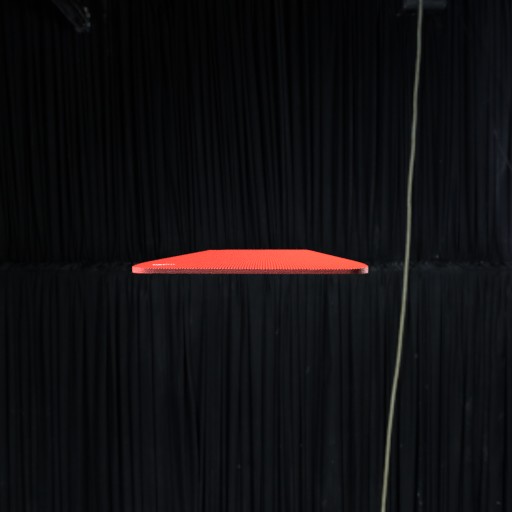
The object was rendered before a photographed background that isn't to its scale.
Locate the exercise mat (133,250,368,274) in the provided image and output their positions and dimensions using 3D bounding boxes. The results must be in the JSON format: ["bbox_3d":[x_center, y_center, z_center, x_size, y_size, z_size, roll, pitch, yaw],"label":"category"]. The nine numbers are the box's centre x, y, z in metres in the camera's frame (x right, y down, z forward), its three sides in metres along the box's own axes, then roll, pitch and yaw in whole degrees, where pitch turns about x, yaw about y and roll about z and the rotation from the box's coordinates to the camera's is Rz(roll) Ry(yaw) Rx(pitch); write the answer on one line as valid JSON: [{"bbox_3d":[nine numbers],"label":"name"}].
[{"bbox_3d":[0.000,0.000,2.032,0.616,0.021,1.869,0,2,1],"label":"exercise mat"}]
